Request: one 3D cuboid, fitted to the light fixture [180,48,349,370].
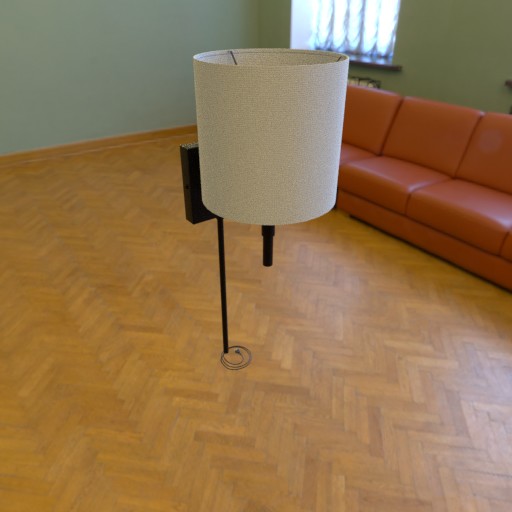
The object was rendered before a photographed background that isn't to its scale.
[{"bbox_3d":[0.000,0.000,0.707,0.188,0.589,0.248,-21,36,-31],"label":"light fixture"}]
